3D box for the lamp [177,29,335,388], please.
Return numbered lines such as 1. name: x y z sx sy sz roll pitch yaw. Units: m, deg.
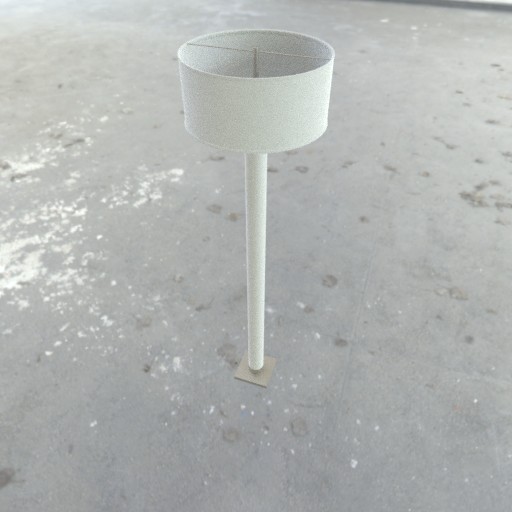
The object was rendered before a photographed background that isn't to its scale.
1. lamp: 0.000 0.000 1.662 0.420 1.475 0.420 13 43 15
